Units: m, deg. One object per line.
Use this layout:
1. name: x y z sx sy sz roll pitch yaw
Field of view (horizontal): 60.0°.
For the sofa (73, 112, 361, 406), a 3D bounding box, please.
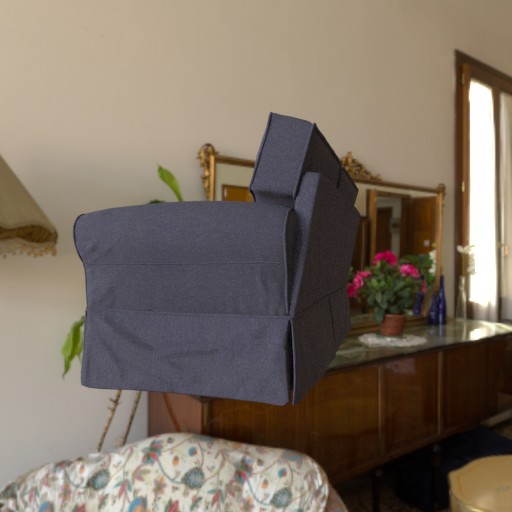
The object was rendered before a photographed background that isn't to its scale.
1. sofa: 0.000 0.000 2.412 0.997 1.059 1.801 0 0 18
